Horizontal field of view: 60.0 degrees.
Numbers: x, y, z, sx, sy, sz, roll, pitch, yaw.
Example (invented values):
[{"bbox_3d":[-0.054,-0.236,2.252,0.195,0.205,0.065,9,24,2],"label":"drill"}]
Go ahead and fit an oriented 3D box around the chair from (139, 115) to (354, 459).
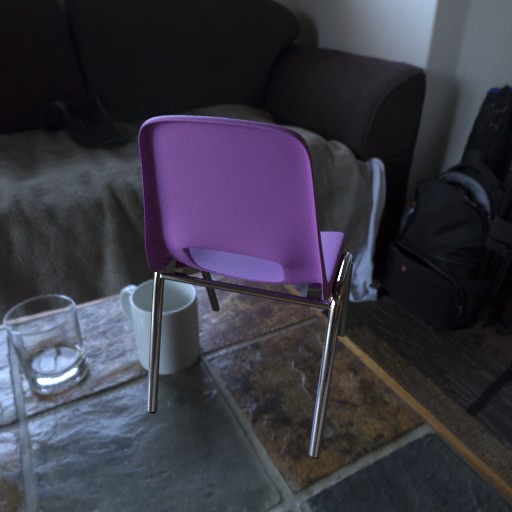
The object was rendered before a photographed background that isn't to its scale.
[{"bbox_3d":[0.000,0.000,0.694,0.291,0.493,0.301,9,32,15],"label":"chair"}]
